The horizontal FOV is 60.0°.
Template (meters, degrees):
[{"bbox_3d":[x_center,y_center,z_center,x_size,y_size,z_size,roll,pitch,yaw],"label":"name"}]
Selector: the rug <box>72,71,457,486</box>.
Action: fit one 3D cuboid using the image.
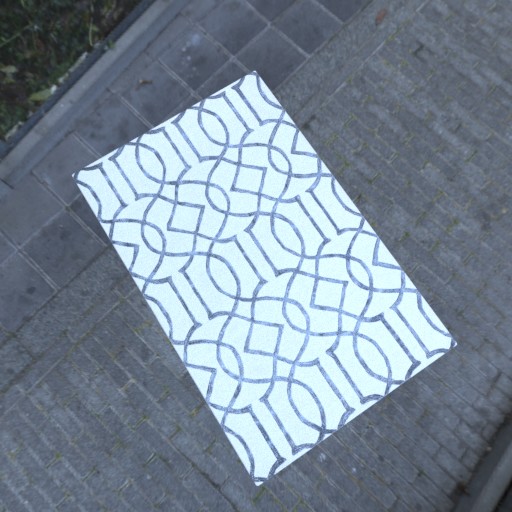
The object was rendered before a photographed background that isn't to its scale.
[{"bbox_3d":[0.000,0.000,2.947,1.521,0.017,2.365,-32,79,-7],"label":"rug"}]
